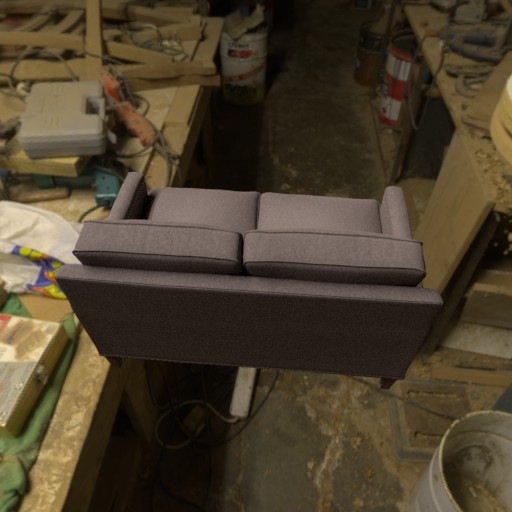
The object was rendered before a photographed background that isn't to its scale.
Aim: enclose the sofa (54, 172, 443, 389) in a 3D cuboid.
[{"bbox_3d":[0.000,0.000,2.307,1.597,1.003,1.084,4,46,4],"label":"sofa"}]
